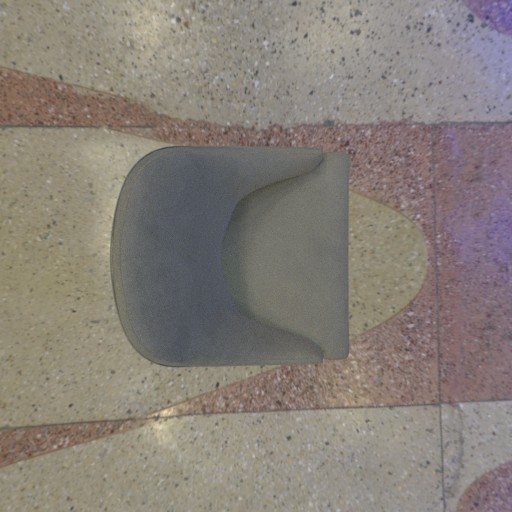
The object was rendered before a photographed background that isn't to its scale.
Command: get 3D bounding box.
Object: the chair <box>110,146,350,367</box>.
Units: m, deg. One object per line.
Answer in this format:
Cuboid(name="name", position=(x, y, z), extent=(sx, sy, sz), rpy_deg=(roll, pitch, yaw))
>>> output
Cuboid(name="chair", position=(0.000, 0.000, 1.289), extent=(0.575, 0.889, 0.643), rpy_deg=(0, 90, 0))
